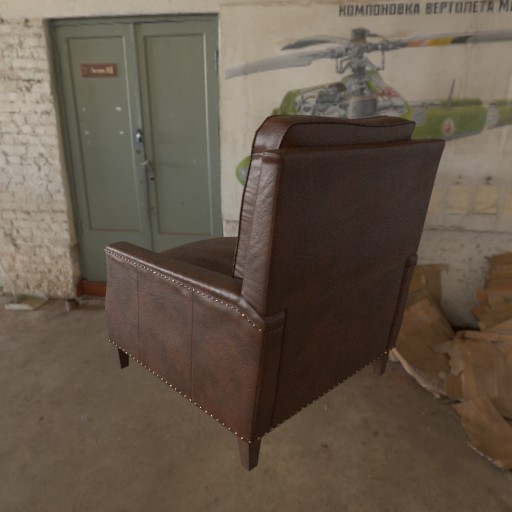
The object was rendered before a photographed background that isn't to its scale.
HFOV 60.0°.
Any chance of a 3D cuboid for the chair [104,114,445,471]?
[{"bbox_3d":[0.000,0.000,1.741,0.854,1.054,1.035,-16,24,-42],"label":"chair"}]
